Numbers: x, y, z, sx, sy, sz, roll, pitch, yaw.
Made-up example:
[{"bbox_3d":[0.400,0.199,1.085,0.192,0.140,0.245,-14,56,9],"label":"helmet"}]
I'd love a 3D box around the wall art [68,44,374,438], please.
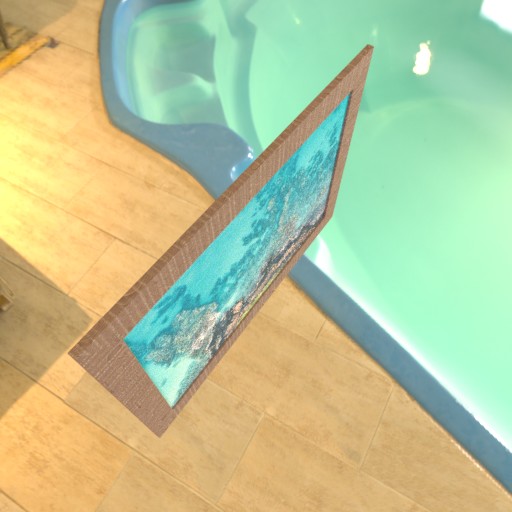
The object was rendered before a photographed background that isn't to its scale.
[{"bbox_3d":[0.000,0.000,1.286,0.020,0.761,1.056,31,64,18],"label":"wall art"}]
